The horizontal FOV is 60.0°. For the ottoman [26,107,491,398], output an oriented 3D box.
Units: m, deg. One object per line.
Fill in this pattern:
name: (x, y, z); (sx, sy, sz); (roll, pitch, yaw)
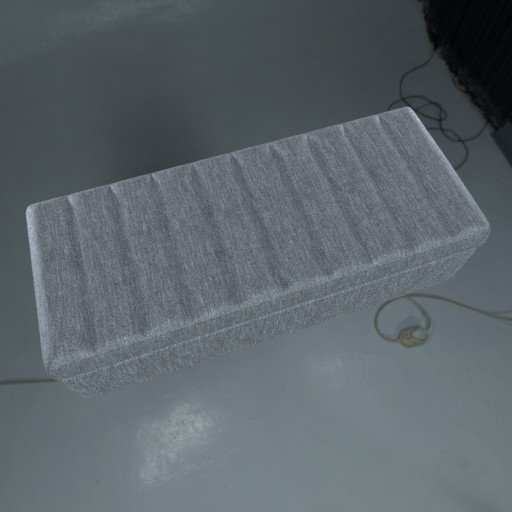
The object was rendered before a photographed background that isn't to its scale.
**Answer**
ottoman: (0.000, 0.000, 1.339); (1.151, 0.469, 0.482); (-17, 64, -8)
